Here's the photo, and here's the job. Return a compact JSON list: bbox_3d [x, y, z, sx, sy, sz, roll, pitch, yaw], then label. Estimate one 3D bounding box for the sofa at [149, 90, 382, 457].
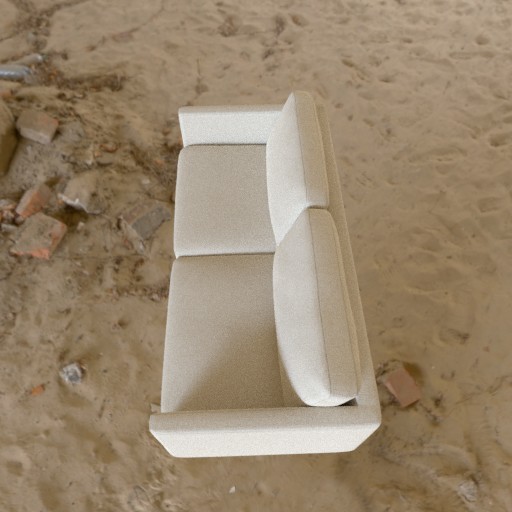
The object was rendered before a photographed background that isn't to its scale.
[{"bbox_3d":[0.000,0.000,2.488,0.965,0.889,1.981,-2,57,-1],"label":"sofa"}]
